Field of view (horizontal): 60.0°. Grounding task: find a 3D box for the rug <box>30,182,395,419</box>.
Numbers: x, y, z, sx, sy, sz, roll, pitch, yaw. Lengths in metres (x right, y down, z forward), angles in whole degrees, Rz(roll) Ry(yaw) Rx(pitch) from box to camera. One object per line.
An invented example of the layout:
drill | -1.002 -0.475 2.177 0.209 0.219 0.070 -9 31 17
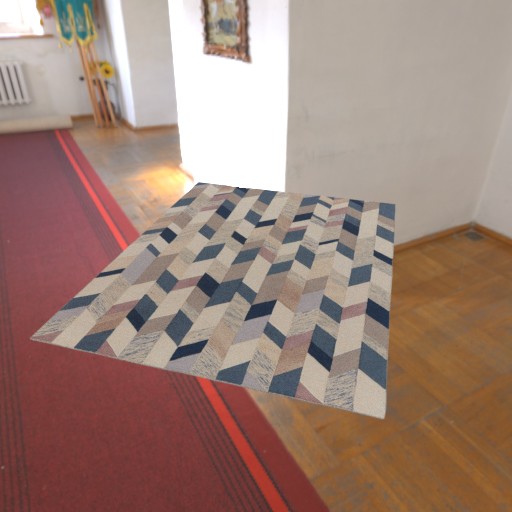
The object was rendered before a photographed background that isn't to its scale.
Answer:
rug | 0.000 0.000 4.105 2.451 0.011 3.072 9 32 14
